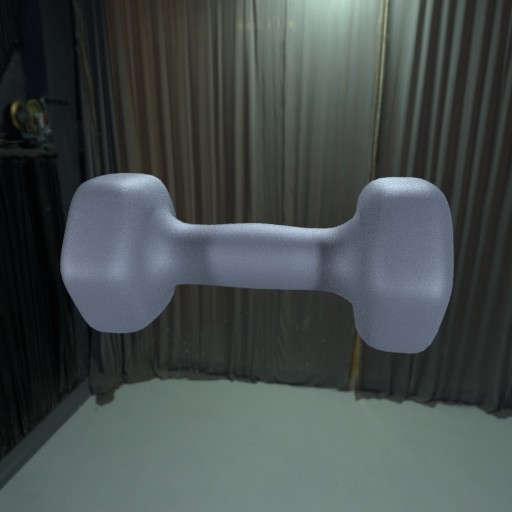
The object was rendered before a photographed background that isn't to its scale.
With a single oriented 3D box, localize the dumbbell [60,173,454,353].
[{"bbox_3d":[0.000,0.000,0.298,0.240,0.105,0.116,3,16,9],"label":"dumbbell"}]
